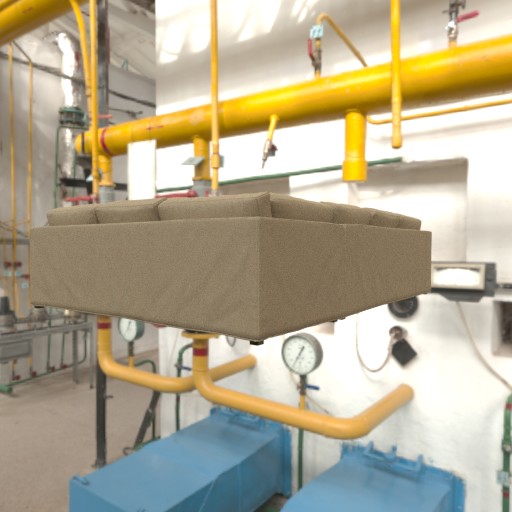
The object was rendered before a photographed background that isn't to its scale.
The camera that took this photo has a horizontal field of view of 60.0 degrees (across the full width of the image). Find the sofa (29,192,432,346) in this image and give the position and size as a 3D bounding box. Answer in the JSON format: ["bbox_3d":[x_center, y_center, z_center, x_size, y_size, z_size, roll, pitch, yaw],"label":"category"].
[{"bbox_3d":[0.000,0.000,4.291,2.432,0.871,3.182,1,2,37],"label":"sofa"}]
